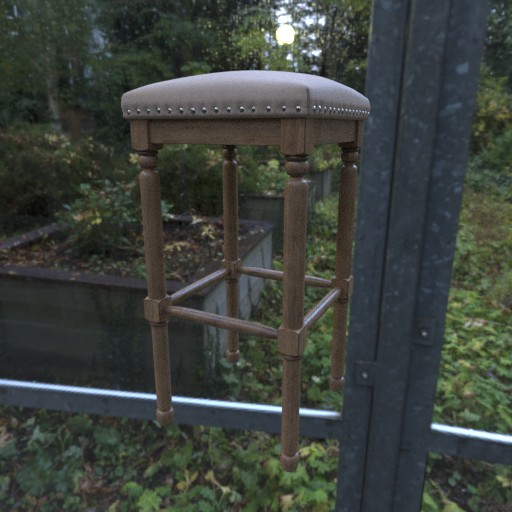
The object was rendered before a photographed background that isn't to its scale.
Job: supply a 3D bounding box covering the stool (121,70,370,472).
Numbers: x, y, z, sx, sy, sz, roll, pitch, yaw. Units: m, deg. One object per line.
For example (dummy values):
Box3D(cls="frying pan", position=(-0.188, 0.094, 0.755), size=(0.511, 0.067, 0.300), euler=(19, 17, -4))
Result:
Box3D(cls="stool", position=(0.000, 0.000, 0.998), size=(0.382, 0.768, 0.383), euler=(8, 18, 26))
